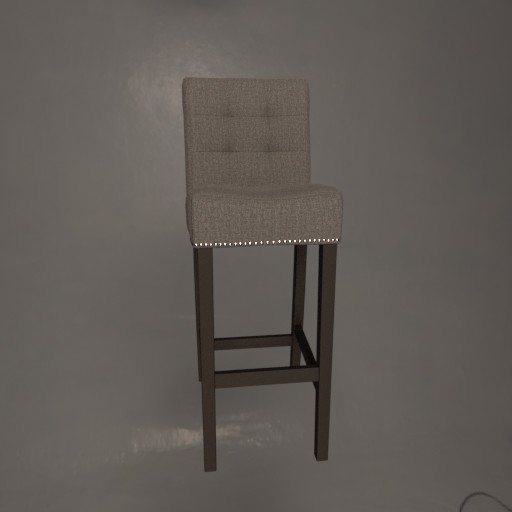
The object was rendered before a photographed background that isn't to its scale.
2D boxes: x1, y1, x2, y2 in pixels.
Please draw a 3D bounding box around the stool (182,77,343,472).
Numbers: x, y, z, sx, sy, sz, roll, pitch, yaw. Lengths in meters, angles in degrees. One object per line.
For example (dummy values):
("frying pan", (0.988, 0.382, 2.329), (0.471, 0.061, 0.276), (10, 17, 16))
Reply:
("stool", (0.000, 0.000, 1.332), (0.411, 1.047, 0.548), (-2, 16, -7))
